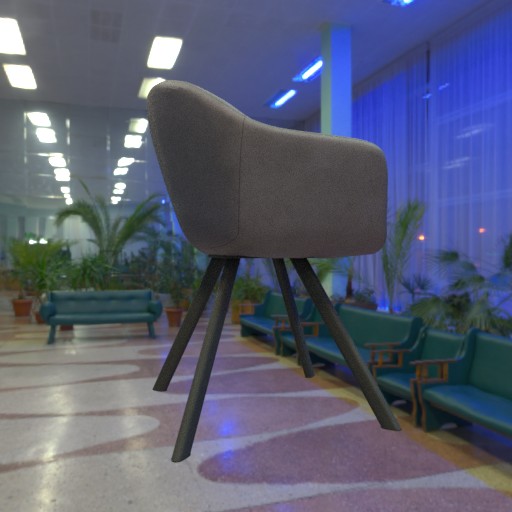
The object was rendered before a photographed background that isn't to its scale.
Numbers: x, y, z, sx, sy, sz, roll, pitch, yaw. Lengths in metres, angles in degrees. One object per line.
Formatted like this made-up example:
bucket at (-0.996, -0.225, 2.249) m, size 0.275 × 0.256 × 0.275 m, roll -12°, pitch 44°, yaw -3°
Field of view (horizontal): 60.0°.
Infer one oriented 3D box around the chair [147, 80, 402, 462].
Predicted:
chair at (0.000, 0.000, 1.139) m, size 0.544 × 0.781 × 0.567 m, roll 0°, pitch 1°, yaw -18°
